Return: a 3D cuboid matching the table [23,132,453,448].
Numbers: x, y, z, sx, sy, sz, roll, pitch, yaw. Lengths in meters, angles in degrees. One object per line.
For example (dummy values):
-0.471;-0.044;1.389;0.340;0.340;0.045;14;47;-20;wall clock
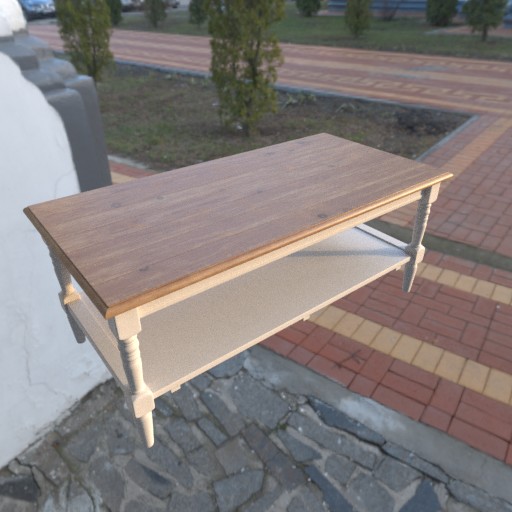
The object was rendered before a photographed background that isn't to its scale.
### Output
0.000;0.000;1.382;1.118;0.458;0.559;-22;38;-32;table
